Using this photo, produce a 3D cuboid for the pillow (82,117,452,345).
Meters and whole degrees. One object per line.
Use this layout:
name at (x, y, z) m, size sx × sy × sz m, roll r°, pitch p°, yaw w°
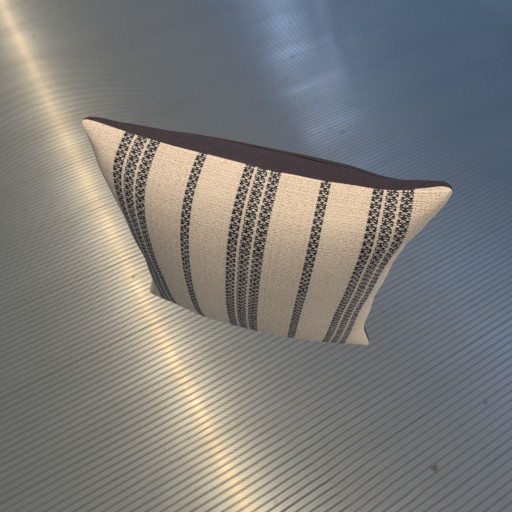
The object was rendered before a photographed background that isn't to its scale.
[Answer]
pillow at (0.000, 0.000, 0.632) m, size 0.405 × 0.406 × 0.173 m, roll 13°, pitch 58°, yaw 8°
